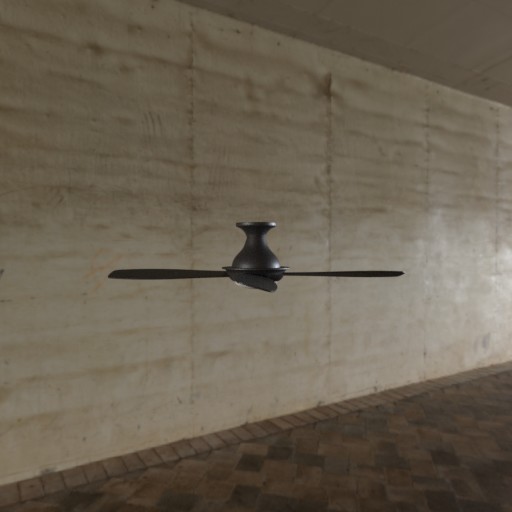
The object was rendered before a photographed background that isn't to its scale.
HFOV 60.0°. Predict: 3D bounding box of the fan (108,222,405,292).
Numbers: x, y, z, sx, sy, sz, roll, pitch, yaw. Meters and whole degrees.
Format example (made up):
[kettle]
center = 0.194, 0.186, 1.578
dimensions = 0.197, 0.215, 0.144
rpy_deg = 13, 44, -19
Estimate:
[fan]
center = 0.000, 0.000, 2.563
dimensions = 1.694, 0.382, 1.694
rpy_deg = 0, 1, 0
